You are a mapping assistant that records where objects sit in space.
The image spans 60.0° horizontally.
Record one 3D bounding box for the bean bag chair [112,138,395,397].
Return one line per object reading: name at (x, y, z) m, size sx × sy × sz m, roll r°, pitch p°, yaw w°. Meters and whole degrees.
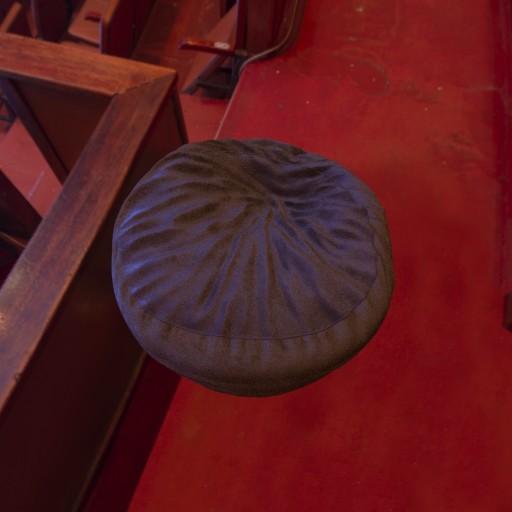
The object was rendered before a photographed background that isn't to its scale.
bean bag chair at (0.000, 0.000, 2.065) m, size 1.245 × 0.821 × 1.245 m, roll 0°, pitch 64°, yaw 0°
